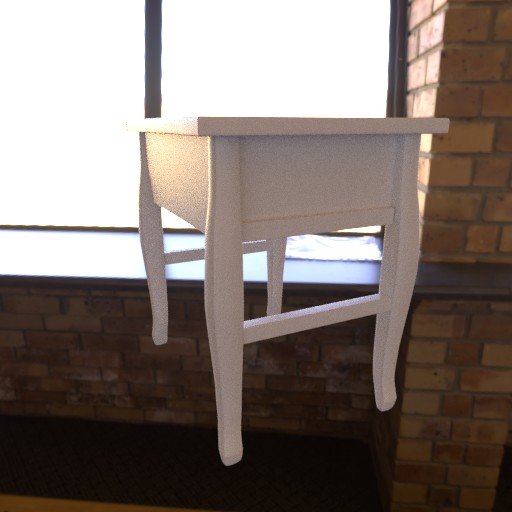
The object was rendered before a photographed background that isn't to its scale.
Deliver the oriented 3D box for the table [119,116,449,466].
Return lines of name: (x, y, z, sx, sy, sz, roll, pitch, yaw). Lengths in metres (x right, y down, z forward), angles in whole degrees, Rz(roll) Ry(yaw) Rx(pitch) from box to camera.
table: (0.000, 0.000, 1.020, 0.463, 0.605, 0.599, -8, 18, -25)
